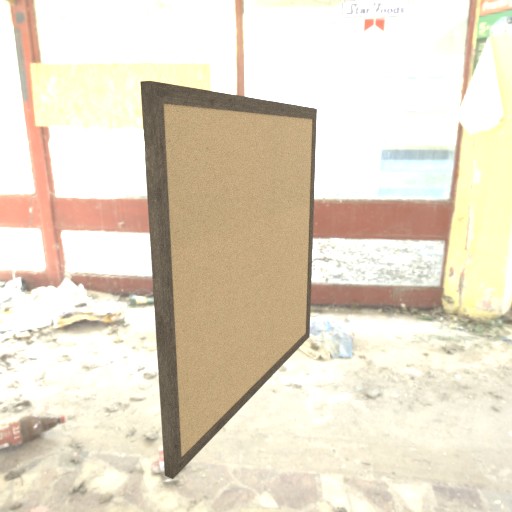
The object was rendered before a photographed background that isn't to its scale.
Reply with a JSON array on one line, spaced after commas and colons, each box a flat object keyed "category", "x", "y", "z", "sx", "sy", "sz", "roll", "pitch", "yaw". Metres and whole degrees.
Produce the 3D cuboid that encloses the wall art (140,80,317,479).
[{"category": "wall art", "x": 0.000, "y": 0.000, "z": 0.682, "sx": 0.013, "sy": 0.457, "sz": 0.457, "roll": 8, "pitch": 17, "yaw": 27}]
